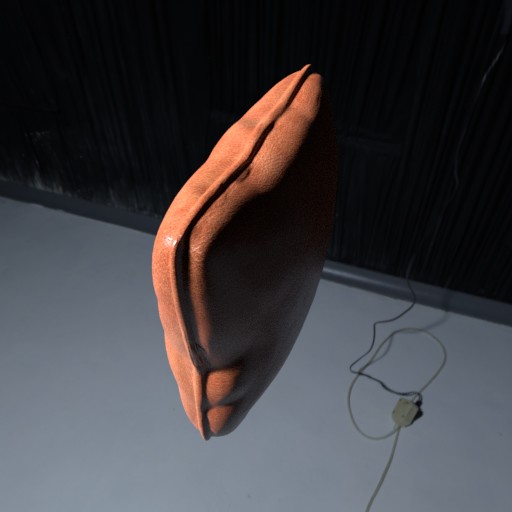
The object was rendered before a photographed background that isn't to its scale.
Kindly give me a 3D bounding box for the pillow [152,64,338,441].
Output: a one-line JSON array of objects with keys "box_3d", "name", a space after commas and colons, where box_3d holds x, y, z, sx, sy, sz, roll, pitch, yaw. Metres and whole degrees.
[{"box_3d": [0.000, 0.000, 0.813, 0.236, 0.523, 0.532, 16, 48, 15], "name": "pillow"}]
